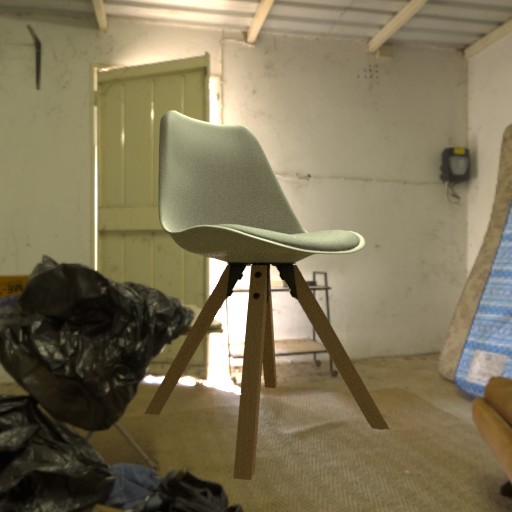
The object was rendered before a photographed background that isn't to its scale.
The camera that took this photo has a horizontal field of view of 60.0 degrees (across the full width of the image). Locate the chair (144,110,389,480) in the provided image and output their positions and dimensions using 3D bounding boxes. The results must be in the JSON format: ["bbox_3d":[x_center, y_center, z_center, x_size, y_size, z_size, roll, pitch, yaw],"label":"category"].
[{"bbox_3d":[0.000,0.000,1.165,0.485,0.850,0.550,0,0,-36],"label":"chair"}]
